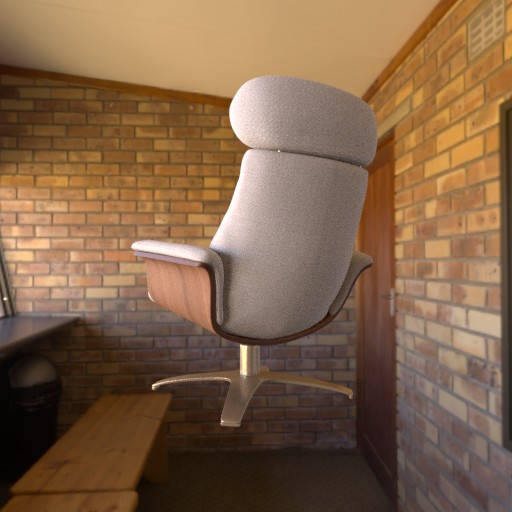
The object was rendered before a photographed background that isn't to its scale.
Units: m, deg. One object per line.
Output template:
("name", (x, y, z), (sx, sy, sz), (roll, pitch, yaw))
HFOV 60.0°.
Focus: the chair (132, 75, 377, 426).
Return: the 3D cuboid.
("chair", (0.000, 0.000, 1.604), (0.785, 0.995, 0.837), (1, -1, -36))
